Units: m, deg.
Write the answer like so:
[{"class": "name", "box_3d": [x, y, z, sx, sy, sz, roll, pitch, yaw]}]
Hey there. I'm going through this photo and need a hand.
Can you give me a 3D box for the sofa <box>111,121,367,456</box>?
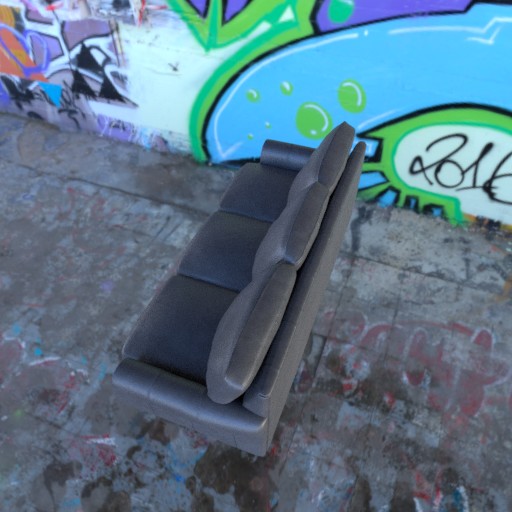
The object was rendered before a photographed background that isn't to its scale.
[{"class": "sofa", "box_3d": [0.000, 0.000, 3.002, 0.974, 0.977, 2.387, 16, 50, 14]}]
